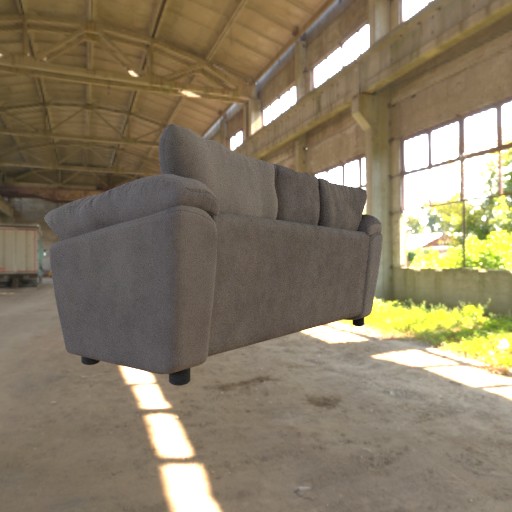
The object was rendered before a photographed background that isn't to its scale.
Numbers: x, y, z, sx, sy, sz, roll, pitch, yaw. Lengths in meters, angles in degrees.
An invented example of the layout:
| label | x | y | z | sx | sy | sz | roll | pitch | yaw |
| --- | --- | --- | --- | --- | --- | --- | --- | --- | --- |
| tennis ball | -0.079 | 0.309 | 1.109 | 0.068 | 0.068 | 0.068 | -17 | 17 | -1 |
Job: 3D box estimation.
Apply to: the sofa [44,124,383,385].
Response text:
| label | x | y | z | sx | sy | sz | roll | pitch | yaw |
| --- | --- | --- | --- | --- | --- | --- | --- | --- | --- |
| sofa | 0.000 | 0.000 | 2.793 | 0.878 | 1.073 | 2.336 | 0 | 0 | 35 |
